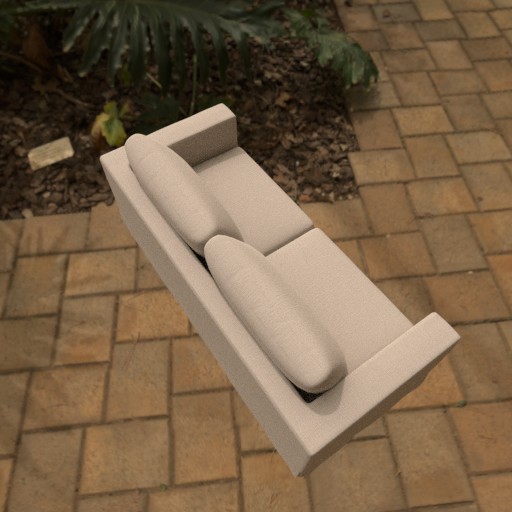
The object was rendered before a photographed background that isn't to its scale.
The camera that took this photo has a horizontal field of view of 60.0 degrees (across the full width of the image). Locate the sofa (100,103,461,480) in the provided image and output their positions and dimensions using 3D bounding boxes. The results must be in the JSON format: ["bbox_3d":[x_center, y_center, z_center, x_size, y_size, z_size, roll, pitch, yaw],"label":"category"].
[{"bbox_3d":[0.000,0.000,2.630,0.954,0.881,2.163,-30,62,-18],"label":"sofa"}]
